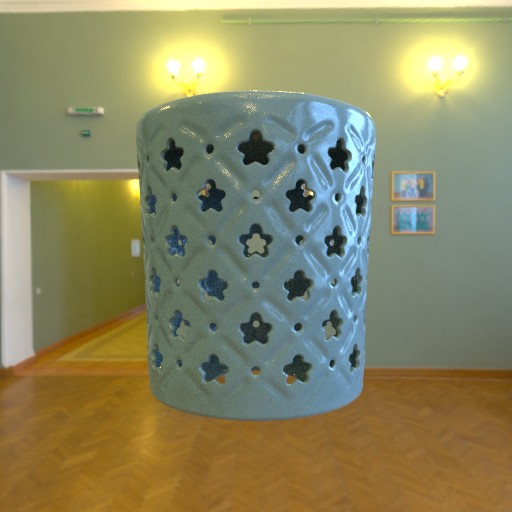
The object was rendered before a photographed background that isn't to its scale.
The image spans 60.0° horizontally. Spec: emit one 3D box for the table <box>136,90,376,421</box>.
[{"bbox_3d":[0.000,0.000,0.672,0.352,0.387,0.352,0,1,0],"label":"table"}]
